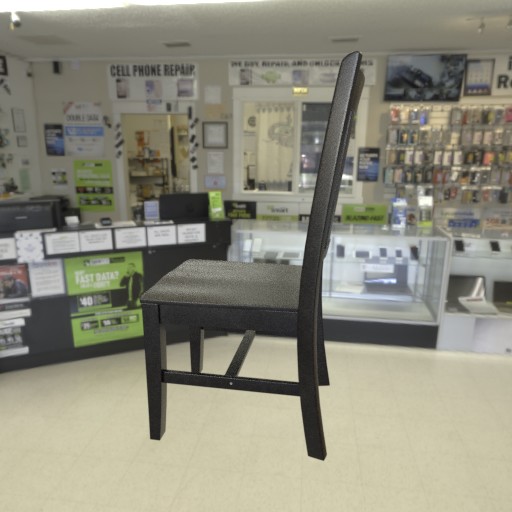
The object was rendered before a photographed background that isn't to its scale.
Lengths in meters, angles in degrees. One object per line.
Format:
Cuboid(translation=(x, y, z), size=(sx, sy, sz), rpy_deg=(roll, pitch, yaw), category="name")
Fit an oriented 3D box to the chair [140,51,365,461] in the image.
Cuboid(translation=(0.000, 0.000, 1.280), size=(0.555, 0.998, 0.450), rpy_deg=(3, 15, 10), category="chair")
